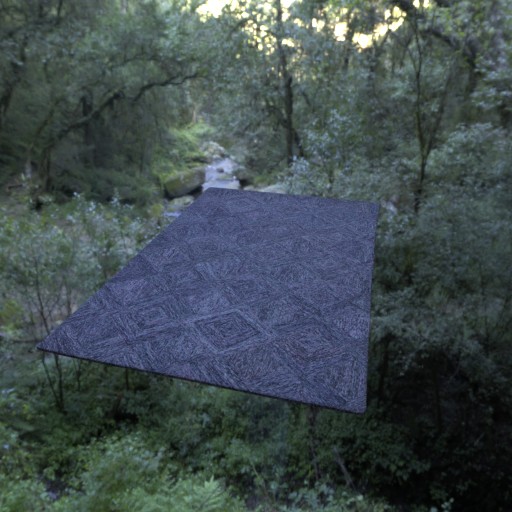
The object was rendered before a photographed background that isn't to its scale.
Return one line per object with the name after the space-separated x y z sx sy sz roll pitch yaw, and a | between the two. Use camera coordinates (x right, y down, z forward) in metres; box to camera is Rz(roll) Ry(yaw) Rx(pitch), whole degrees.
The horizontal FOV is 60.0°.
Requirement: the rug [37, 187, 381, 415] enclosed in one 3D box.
0.000 0.000 2.183 1.158 0.013 1.752 7 29 13 | rug
